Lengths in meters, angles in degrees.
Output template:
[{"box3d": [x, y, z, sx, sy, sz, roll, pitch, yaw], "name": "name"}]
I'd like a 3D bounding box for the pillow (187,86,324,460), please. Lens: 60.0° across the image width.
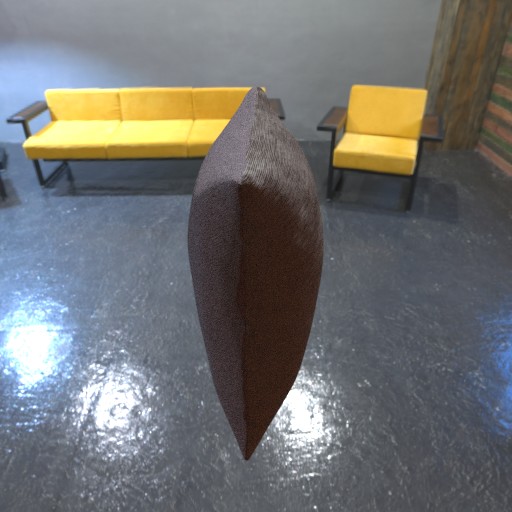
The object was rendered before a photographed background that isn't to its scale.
[{"box3d": [0.000, 0.000, 0.708, 0.204, 0.439, 0.452, 1, 32, 2], "name": "pillow"}]
